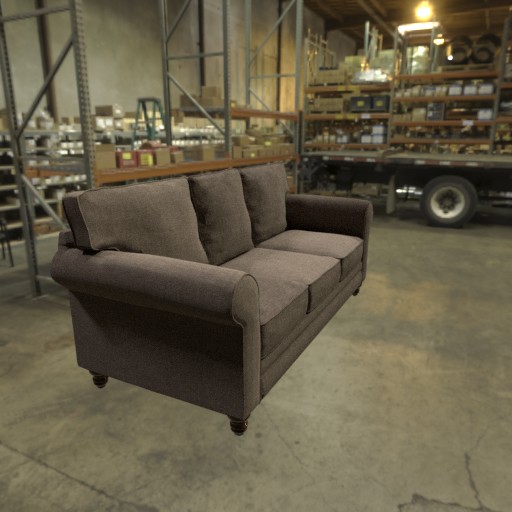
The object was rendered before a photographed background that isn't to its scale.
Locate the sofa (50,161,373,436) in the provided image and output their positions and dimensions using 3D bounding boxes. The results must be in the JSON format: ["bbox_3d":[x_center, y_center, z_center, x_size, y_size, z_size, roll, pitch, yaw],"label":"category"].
[{"bbox_3d":[0.000,0.000,2.585,0.916,0.961,2.084,8,17,26],"label":"sofa"}]
